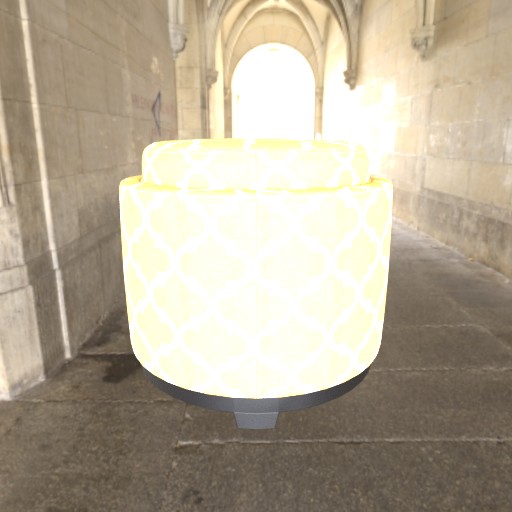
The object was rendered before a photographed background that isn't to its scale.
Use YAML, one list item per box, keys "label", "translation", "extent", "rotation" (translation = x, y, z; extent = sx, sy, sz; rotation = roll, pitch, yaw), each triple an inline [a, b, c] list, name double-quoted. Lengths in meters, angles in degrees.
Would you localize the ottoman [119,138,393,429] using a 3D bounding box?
- label: "ottoman"
  translation: [0.000, 0.000, 0.836]
  extent: [0.480, 0.429, 0.480]
  rotation: [0, 15, 0]
